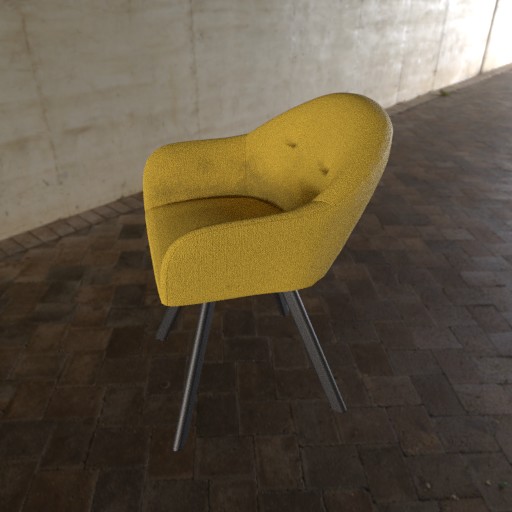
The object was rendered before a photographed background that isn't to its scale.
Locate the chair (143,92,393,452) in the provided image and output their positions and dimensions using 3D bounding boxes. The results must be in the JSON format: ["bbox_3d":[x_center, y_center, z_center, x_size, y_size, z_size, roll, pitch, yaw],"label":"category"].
[{"bbox_3d":[0.000,0.000,1.155,0.565,0.775,0.545,-8,31,-14],"label":"chair"}]
